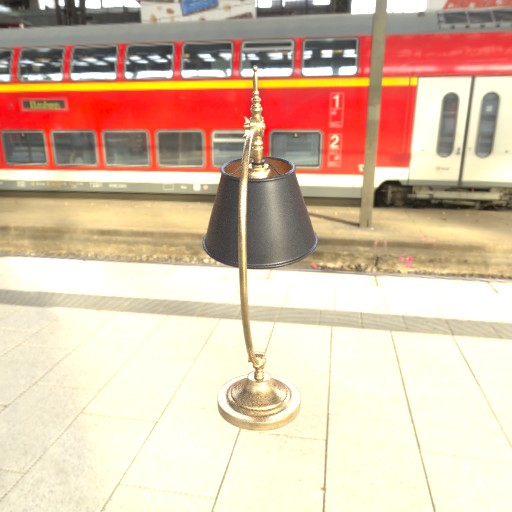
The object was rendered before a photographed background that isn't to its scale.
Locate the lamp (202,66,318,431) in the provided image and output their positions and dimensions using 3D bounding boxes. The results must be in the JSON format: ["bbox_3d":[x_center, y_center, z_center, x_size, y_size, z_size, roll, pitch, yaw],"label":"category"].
[{"bbox_3d":[0.000,0.000,0.853,0.235,0.675,0.344,2,17,8],"label":"lamp"}]
